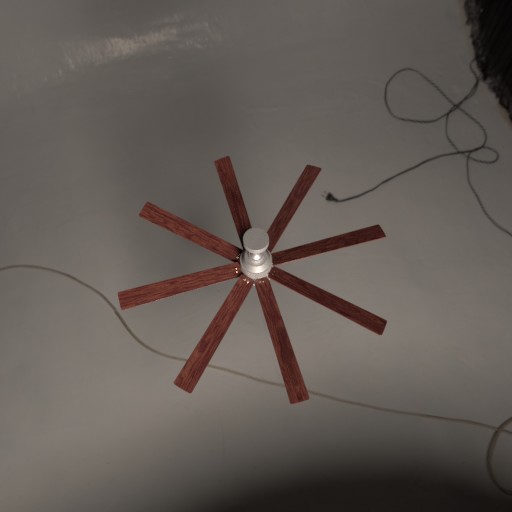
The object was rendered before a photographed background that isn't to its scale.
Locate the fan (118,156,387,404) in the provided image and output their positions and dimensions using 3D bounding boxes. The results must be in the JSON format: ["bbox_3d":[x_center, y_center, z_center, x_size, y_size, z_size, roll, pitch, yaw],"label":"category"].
[{"bbox_3d":[0.000,0.000,2.835,1.830,0.472,1.830,-15,65,-7],"label":"fan"}]
